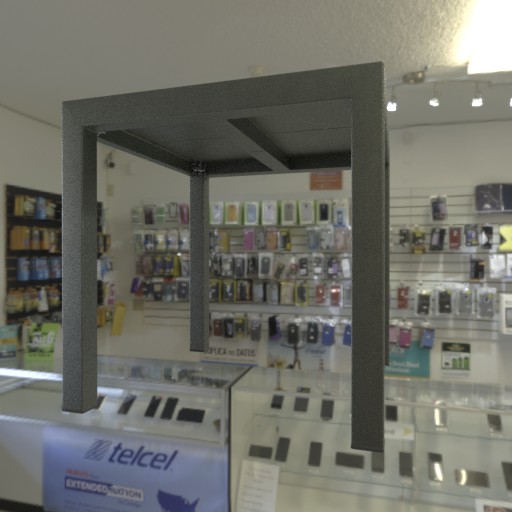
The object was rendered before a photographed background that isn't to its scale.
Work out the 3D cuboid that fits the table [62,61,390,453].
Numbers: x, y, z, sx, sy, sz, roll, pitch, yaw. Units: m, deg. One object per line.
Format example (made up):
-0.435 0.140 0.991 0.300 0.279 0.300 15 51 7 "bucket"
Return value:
0.000 0.000 0.890 0.508 0.508 0.508 0 0 18 "table"
